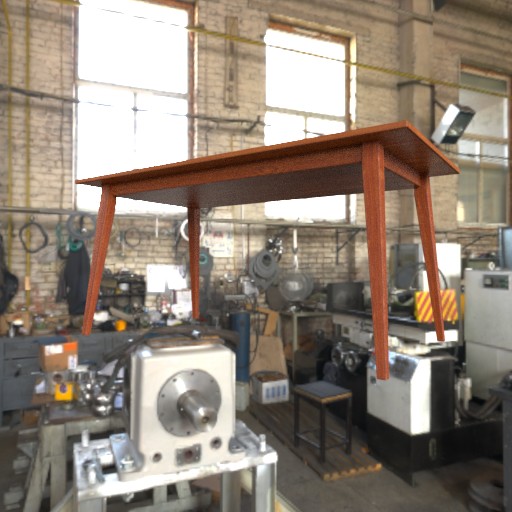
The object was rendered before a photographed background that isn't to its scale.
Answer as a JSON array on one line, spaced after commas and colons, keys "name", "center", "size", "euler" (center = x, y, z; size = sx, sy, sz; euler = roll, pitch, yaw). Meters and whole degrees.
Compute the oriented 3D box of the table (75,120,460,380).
[{"name": "table", "center": [0.000, 0.000, 2.054], "size": [1.609, 0.755, 0.811], "euler": [-1, -1, 34]}]
